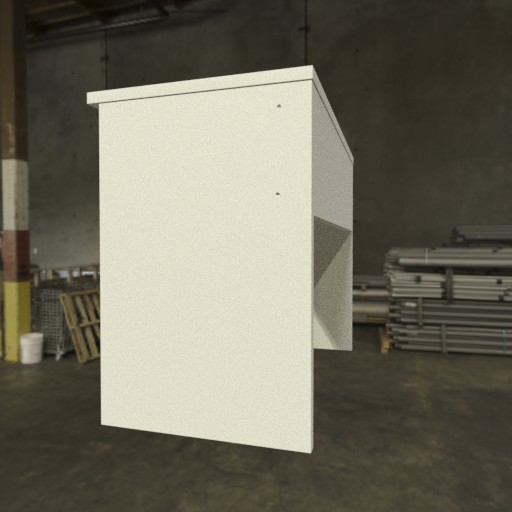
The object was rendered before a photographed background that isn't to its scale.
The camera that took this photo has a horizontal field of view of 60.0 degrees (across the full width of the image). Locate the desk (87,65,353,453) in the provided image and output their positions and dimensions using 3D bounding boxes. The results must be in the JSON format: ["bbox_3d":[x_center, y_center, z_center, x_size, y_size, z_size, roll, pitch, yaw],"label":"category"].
[{"bbox_3d":[0.000,0.000,1.334,0.498,0.729,0.900,0,1,17],"label":"desk"}]
